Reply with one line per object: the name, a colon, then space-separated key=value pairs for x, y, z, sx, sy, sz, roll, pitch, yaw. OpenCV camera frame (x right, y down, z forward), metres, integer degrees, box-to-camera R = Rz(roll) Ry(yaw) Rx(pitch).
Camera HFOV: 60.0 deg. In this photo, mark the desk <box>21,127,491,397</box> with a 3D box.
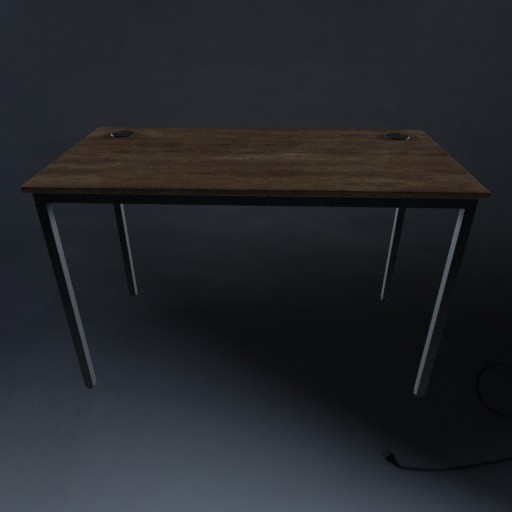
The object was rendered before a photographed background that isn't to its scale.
desk: x=0.000 y=0.000 z=1.577 sx=1.200 sy=0.749 sz=0.600 roll=1 pitch=31 yaw=2
